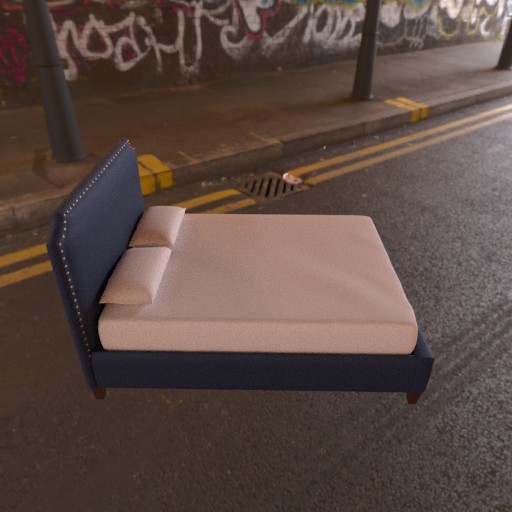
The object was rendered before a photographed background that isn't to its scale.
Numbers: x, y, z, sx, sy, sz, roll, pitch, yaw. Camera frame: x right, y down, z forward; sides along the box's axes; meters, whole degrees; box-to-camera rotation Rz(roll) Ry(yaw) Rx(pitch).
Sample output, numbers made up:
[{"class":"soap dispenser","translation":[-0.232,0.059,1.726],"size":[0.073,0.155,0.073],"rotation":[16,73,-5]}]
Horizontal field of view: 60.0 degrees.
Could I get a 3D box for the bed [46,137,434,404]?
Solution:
[{"class":"bed","translation":[0.000,0.000,3.474],"size":[2.372,1.443,1.712],"rotation":[1,32,1]}]
